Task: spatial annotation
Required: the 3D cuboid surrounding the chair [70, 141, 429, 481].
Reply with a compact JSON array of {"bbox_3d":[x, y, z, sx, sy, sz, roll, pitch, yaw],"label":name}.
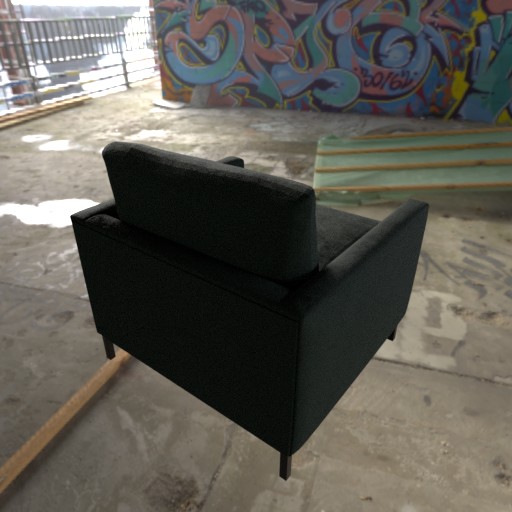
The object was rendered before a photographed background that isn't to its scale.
[{"bbox_3d":[0.000,0.000,1.629,0.963,0.861,0.866,21,36,32],"label":"chair"}]
